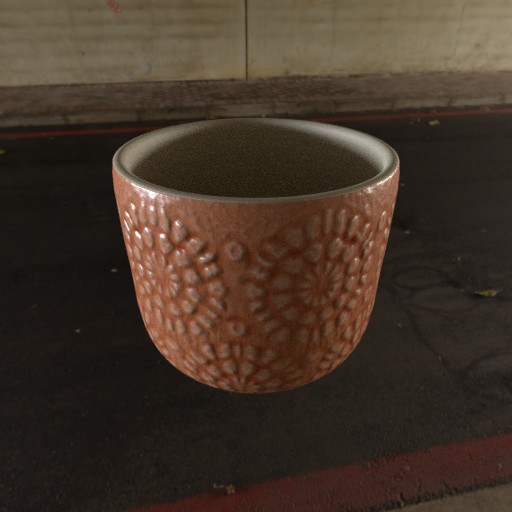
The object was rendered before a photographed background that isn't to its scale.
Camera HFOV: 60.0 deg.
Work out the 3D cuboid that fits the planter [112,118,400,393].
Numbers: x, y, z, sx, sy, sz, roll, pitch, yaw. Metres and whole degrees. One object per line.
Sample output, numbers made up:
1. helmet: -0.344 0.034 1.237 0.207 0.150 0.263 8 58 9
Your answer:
1. planter: 0.000 0.000 0.222 0.124 0.109 0.124 0 30 0
